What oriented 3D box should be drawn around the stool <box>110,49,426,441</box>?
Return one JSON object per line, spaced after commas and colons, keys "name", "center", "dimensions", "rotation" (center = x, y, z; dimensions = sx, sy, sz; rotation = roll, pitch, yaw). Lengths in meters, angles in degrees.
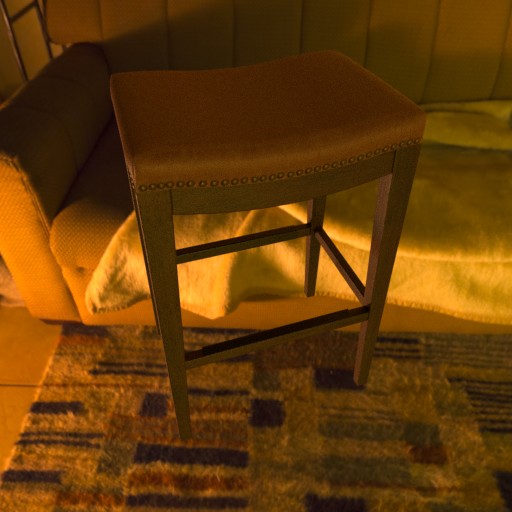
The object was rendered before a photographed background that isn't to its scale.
{"name": "stool", "center": [0.000, 0.000, 0.999], "dimensions": [0.500, 0.759, 0.361], "rotation": [-13, 43, -14]}
